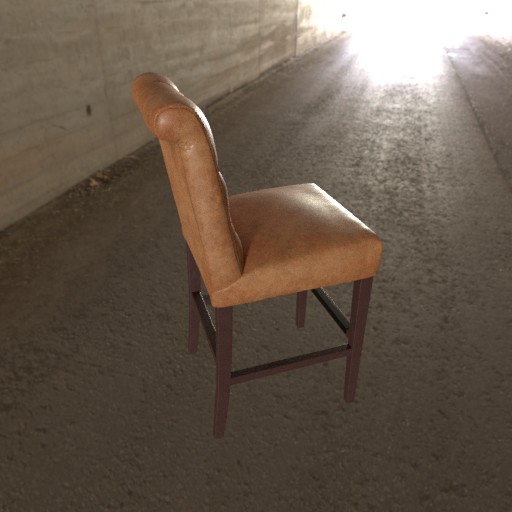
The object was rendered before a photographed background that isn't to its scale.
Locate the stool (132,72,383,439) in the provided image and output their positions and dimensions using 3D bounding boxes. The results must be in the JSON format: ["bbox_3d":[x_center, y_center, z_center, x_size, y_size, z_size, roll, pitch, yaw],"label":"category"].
[{"bbox_3d":[0.000,0.000,1.393,0.601,1.047,0.493,-10,32,-16],"label":"stool"}]
